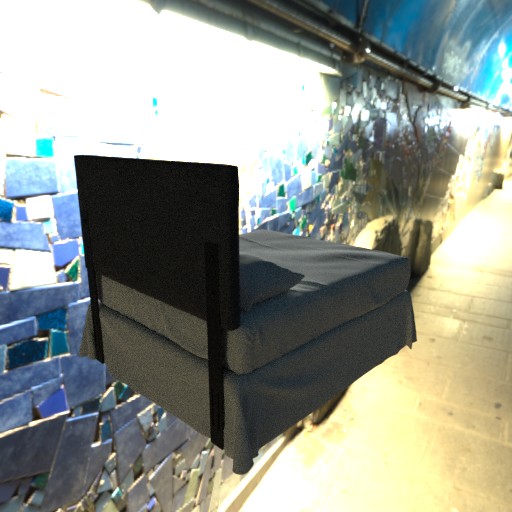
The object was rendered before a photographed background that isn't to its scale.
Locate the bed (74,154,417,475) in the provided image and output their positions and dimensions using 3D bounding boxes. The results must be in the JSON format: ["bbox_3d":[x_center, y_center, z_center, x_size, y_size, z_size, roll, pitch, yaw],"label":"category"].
[{"bbox_3d":[0.000,0.000,3.487,1.936,1.577,2.222,14,21,42],"label":"bed"}]
